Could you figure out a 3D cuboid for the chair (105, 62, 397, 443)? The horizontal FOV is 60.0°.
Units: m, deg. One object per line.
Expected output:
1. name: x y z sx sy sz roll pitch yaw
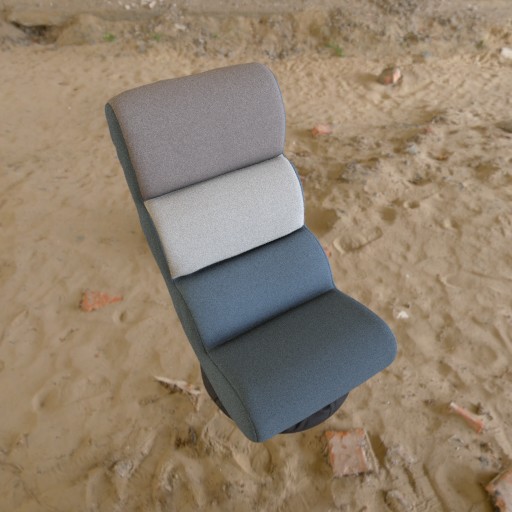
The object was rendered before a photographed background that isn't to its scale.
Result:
1. chair: 0.000 0.000 1.046 0.420 0.641 0.661 -23 51 -21
